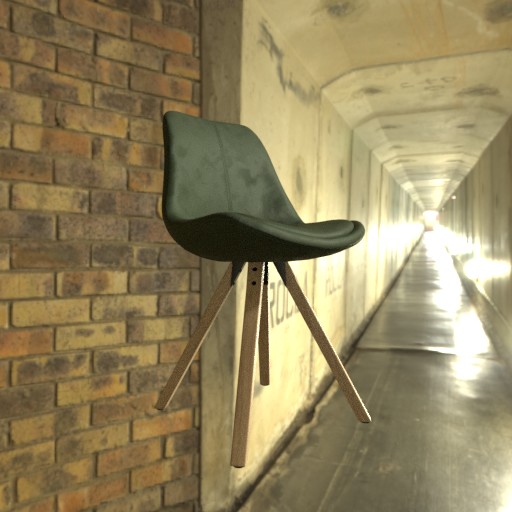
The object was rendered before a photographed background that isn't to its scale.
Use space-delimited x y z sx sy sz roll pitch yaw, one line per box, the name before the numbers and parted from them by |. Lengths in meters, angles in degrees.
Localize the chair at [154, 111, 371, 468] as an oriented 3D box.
chair | 0.000 0.000 1.204 0.483 0.865 0.547 0 1 -37
